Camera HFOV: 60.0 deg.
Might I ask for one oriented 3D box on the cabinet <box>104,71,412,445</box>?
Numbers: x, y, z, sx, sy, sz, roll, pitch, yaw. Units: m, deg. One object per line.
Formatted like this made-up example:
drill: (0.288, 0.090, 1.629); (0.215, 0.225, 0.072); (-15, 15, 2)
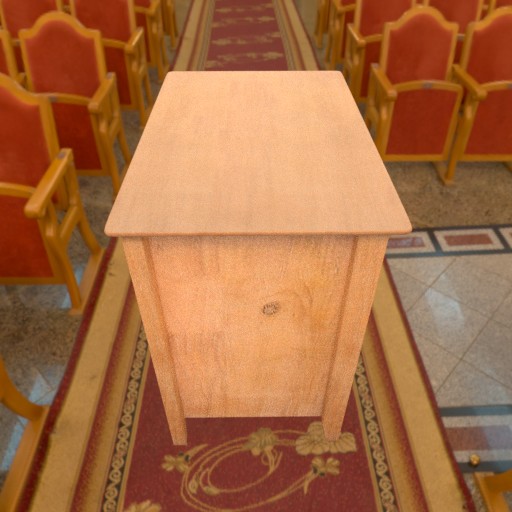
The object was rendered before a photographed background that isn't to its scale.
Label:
cabinet: (0.000, 0.000, 1.248); (0.503, 0.762, 0.763); (0, 41, -1)
